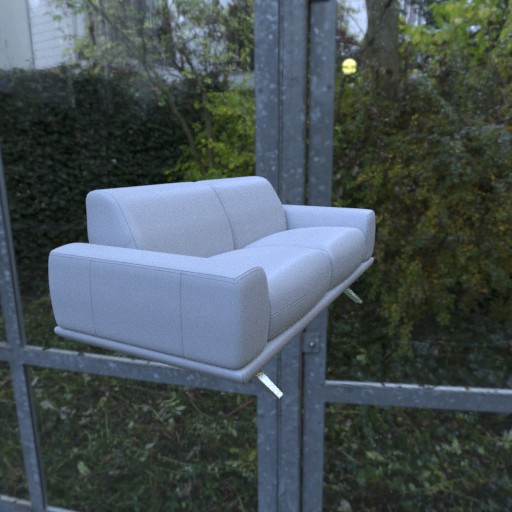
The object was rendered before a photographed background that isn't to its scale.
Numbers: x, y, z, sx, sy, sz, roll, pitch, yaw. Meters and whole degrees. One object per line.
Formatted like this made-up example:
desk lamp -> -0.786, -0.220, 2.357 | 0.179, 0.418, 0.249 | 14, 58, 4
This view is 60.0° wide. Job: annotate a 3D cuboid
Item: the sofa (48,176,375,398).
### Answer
sofa -> 0.000, 0.000, 2.374 | 0.900, 0.772, 1.901 | 6, 14, 26
